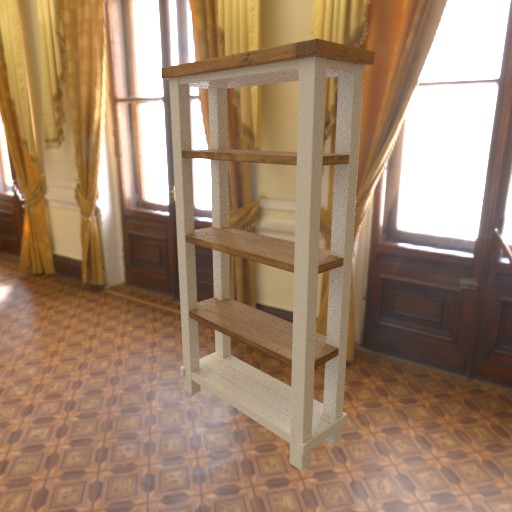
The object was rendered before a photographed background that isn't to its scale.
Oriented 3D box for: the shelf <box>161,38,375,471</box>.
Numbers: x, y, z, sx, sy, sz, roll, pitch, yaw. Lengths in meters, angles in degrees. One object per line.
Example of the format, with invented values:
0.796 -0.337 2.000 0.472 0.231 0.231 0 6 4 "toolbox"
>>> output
0.000 0.000 2.303 0.381 1.878 1.022 -14 21 -42 "shelf"
